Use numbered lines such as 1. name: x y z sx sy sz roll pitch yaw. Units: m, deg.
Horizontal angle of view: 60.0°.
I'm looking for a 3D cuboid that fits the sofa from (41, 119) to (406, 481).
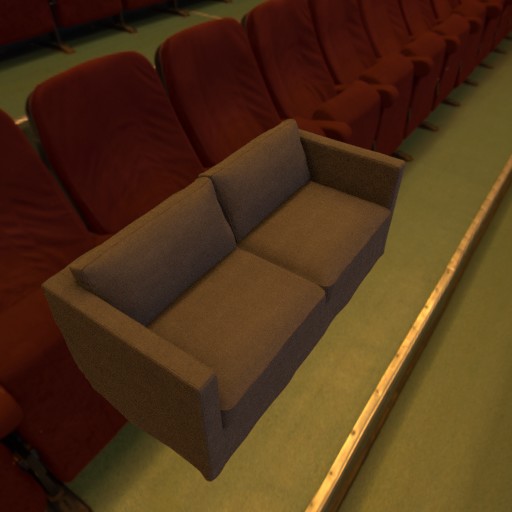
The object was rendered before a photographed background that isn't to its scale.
1. sofa: 0.000 0.000 2.507 0.953 0.855 1.982 25 47 26
